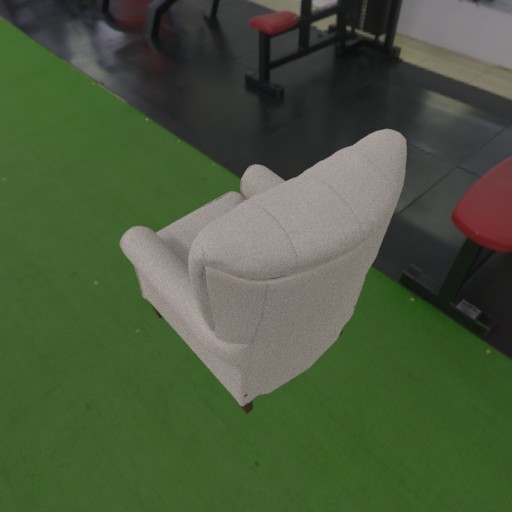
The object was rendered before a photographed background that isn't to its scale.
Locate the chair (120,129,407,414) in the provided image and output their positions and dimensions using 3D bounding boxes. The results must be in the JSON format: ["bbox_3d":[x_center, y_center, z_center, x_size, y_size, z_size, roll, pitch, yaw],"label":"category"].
[{"bbox_3d":[0.000,0.000,1.966,0.942,1.209,1.025,-32,55,-26],"label":"chair"}]
